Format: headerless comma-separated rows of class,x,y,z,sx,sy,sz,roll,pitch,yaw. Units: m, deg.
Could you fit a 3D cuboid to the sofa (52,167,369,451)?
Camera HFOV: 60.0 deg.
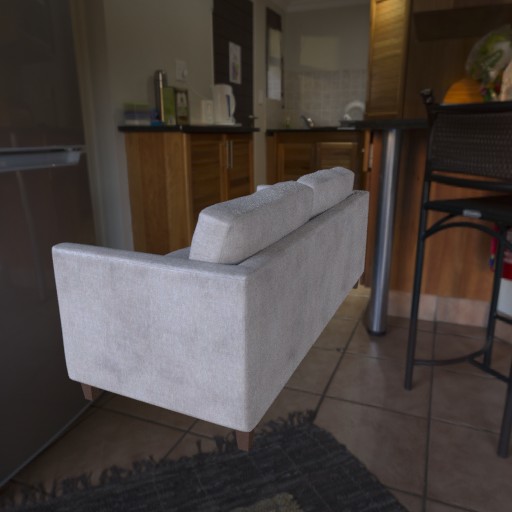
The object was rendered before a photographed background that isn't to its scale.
sofa,0.000,0.000,2.696,0.951,0.965,2.208,7,18,23
